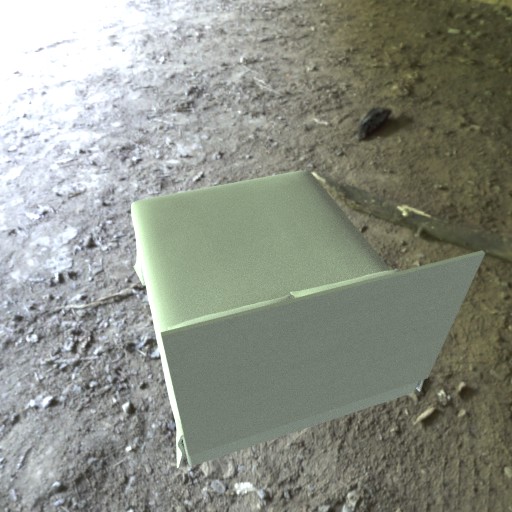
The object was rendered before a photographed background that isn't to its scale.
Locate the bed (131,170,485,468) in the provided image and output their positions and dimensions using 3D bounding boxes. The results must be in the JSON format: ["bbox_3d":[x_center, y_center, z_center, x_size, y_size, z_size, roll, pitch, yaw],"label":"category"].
[{"bbox_3d":[0.000,0.000,3.169,1.745,1.335,2.094,-13,43,-14],"label":"bed"}]
